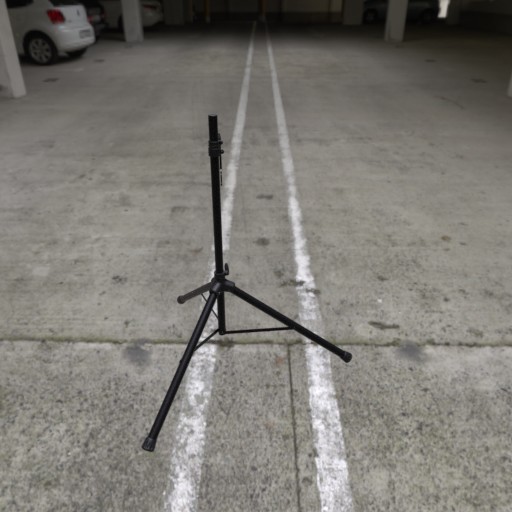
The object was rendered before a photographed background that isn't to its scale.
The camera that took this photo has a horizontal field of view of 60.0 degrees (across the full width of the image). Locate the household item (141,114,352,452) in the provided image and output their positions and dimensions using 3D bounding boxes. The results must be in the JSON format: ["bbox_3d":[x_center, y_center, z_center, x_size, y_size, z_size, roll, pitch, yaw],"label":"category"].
[{"bbox_3d":[0.000,0.000,1.843,0.907,1.136,1.045,0,28,0],"label":"household item"}]
